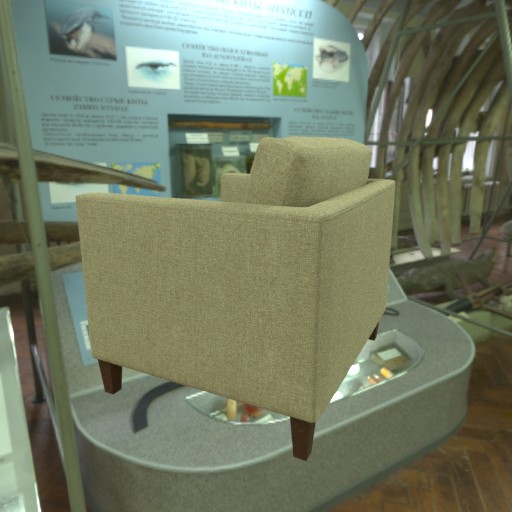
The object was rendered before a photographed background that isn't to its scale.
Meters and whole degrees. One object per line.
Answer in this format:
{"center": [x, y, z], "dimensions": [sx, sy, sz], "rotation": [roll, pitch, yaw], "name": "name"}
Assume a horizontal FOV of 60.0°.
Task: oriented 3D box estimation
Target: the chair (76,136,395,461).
{"center": [0.000, 0.000, 1.894], "dimensions": [0.959, 0.987, 1.107], "rotation": [8, 17, 26], "name": "chair"}
